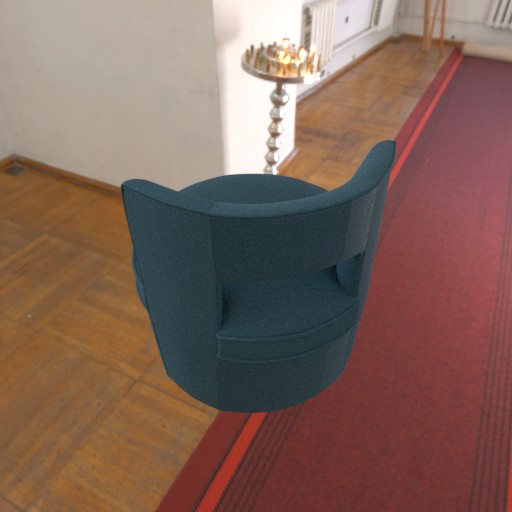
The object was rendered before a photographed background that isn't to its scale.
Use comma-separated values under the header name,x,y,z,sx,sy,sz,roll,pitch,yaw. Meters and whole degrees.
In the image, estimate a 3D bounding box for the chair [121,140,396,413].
name,x,y,z,sx,sy,sz,roll,pitch,yaw
chair,0.000,0.000,1.271,0.684,0.711,0.660,-12,41,-14
